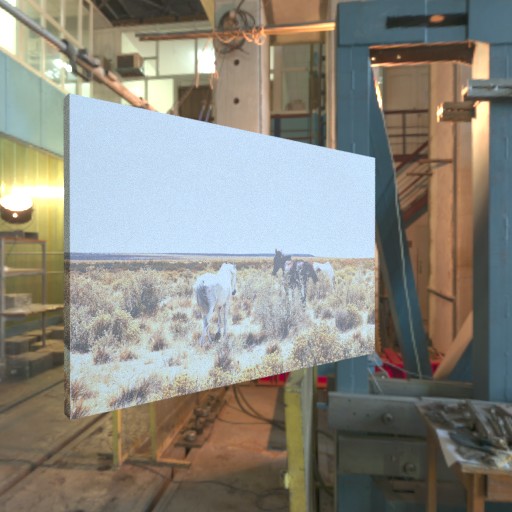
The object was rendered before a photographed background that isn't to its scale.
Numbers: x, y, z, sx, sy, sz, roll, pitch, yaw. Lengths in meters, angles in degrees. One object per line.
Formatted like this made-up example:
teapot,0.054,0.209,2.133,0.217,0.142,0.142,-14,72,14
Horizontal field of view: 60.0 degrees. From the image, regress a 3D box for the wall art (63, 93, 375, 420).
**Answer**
wall art,0.000,0.000,1.400,1.138,0.761,0.051,0,0,-38
